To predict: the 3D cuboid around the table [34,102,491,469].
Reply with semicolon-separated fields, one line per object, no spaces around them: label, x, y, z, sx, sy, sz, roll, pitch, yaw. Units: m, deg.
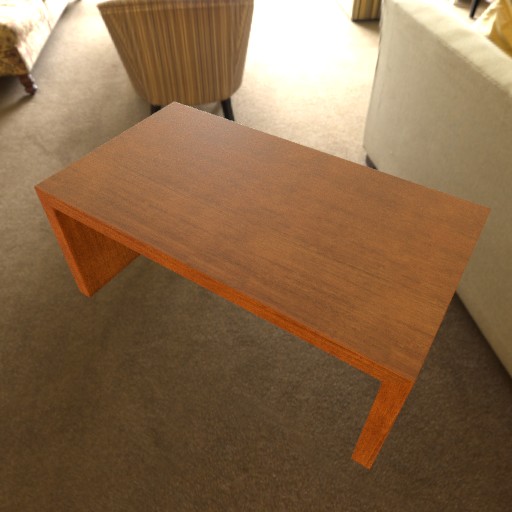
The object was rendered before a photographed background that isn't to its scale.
table;0.000;0.000;1.250;1.000;0.419;0.549;25;51;22
